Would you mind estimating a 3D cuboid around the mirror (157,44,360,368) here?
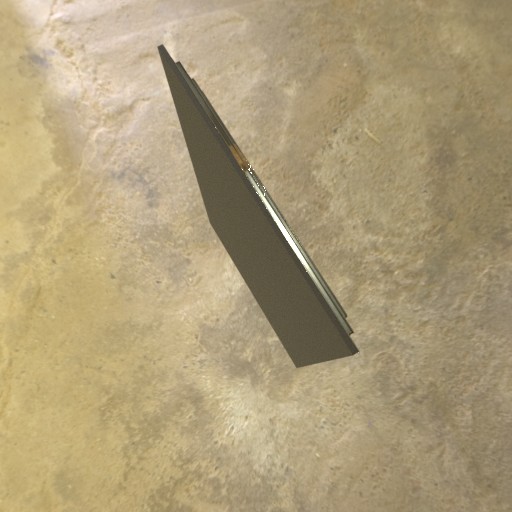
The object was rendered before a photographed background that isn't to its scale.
[{"bbox_3d":[0.000,0.000,1.147,0.039,0.914,0.613,-30,77,-8],"label":"mirror"}]
